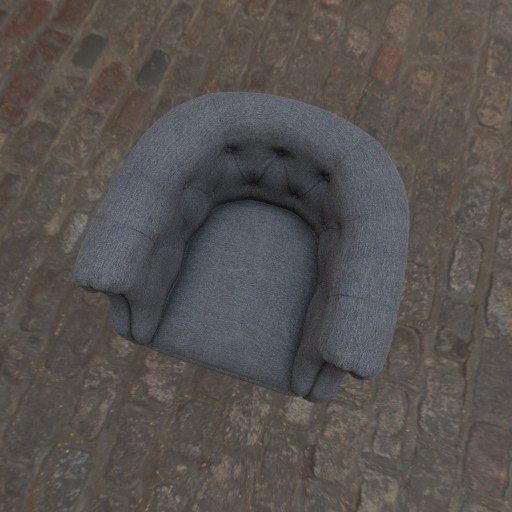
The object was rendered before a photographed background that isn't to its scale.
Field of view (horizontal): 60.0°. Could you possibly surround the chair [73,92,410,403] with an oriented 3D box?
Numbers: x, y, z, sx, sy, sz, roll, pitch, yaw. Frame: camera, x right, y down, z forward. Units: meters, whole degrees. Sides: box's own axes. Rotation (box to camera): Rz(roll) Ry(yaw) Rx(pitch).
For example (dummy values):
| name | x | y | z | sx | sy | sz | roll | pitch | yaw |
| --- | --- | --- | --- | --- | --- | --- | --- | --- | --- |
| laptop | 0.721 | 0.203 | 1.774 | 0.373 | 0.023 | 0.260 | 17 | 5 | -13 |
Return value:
| name | x | y | z | sx | sy | sz | roll | pitch | yaw |
| --- | --- | --- | --- | --- | --- | --- | --- | --- | --- |
| chair | 0.000 | 0.000 | 1.603 | 0.905 | 0.827 | 0.852 | 17 | 74 | 5 |
